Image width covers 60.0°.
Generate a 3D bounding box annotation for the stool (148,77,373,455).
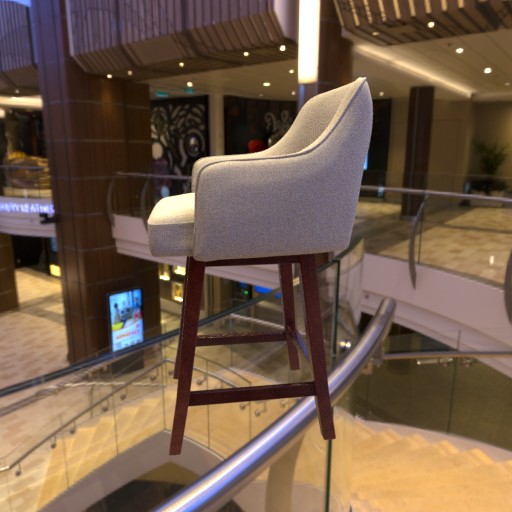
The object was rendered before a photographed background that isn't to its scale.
[{"bbox_3d":[0.000,0.000,1.264,0.560,0.936,0.550,-2,13,-9],"label":"stool"}]
